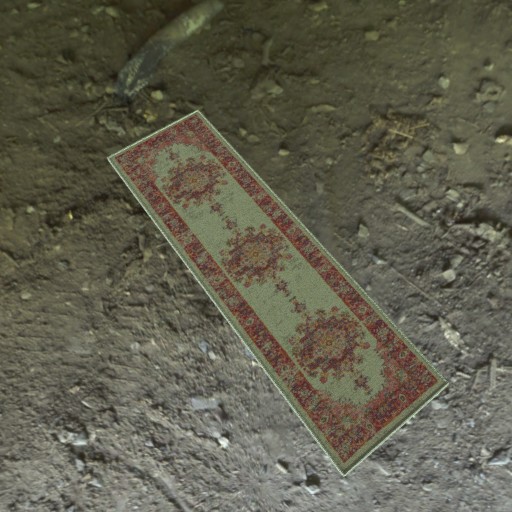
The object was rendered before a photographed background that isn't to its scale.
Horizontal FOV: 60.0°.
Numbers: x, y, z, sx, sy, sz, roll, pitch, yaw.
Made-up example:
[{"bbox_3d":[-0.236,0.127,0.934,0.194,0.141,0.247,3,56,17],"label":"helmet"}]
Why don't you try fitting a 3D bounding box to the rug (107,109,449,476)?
[{"bbox_3d":[0.000,0.000,2.012,0.562,0.009,1.824,-33,68,-16],"label":"rug"}]
